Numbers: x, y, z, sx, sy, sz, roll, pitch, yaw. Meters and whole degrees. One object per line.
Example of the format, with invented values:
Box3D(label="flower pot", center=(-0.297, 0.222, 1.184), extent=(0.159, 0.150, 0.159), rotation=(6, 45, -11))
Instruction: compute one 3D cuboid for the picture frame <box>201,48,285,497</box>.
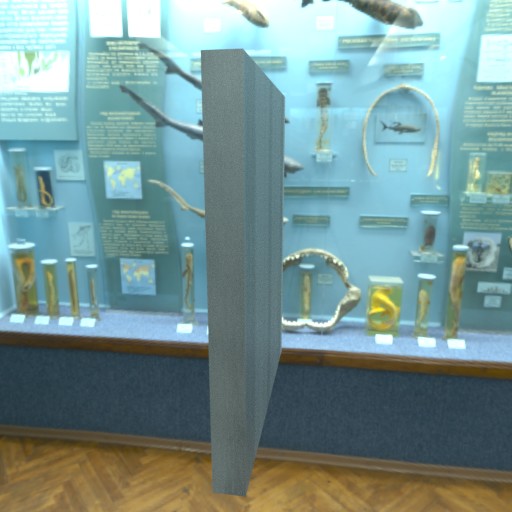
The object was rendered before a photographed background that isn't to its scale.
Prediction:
Box3D(label="picture frame", center=(0.000, 0.000, 0.748), extent=(0.046, 0.555, 0.449), rotation=(2, 14, 9))
